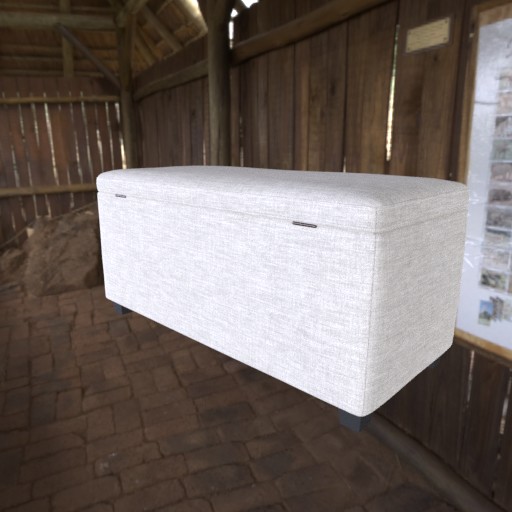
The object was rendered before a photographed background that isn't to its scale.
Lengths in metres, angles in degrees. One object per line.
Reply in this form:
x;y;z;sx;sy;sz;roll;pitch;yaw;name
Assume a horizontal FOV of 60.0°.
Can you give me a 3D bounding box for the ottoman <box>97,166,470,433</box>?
0.000;0.000;1.135;0.902;0.432;0.419;13;19;42;ottoman
